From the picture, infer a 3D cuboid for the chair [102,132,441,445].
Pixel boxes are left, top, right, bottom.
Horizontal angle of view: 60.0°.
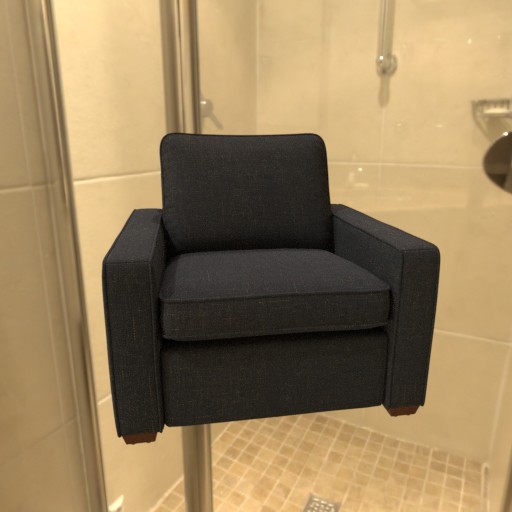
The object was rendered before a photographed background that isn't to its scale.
[{"bbox_3d":[0.000,0.000,1.707,1.017,0.919,0.940,-2,15,-9],"label":"chair"}]
